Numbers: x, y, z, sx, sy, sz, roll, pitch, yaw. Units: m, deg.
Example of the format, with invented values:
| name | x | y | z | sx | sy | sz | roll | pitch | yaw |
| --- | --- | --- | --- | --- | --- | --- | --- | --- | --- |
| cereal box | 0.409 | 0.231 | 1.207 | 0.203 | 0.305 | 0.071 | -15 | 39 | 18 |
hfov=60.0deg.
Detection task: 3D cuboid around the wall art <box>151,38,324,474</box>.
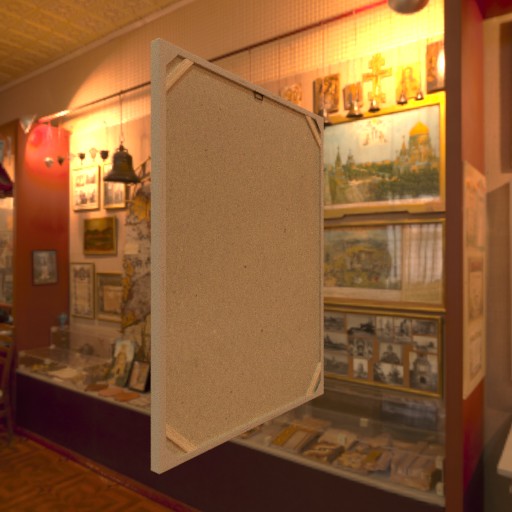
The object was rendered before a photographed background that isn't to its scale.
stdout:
| name | x | y | z | sx | sy | sz | roll | pitch | yaw |
| --- | --- | --- | --- | --- | --- | --- | --- | --- | --- |
| wall art | 0.000 | 0.000 | 1.600 | 0.038 | 1.212 | 0.914 | 0 | 0 | 38 |
